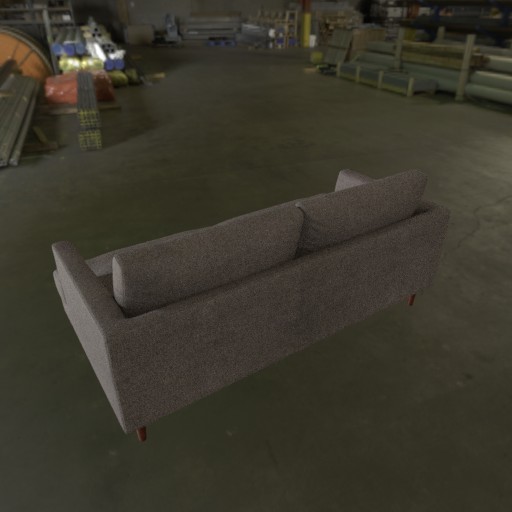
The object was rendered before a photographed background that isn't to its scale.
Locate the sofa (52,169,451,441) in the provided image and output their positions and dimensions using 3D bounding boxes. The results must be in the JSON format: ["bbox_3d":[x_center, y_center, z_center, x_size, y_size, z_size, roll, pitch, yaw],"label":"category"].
[{"bbox_3d":[0.000,0.000,2.451,1.948,0.868,1.020,-19,35,-29],"label":"sofa"}]
